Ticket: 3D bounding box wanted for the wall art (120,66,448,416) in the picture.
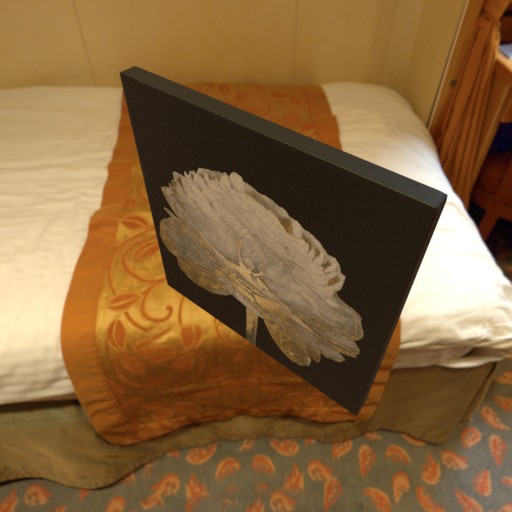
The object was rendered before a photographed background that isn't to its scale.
[{"bbox_3d":[0.000,0.000,0.912,0.610,0.611,0.043,30,54,25],"label":"wall art"}]
